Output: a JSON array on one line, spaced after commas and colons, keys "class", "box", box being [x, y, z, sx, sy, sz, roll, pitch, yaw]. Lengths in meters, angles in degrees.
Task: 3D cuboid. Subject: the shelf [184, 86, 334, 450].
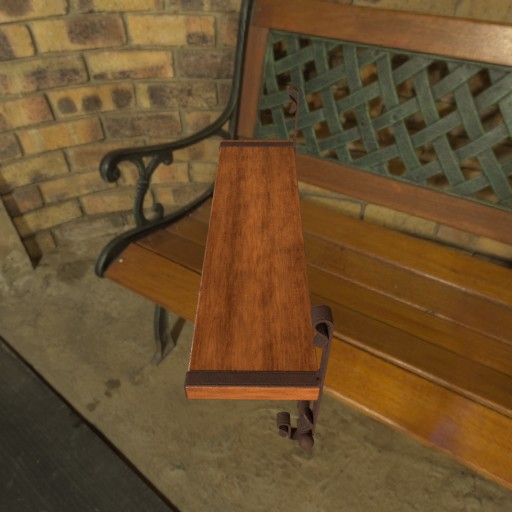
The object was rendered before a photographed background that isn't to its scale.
[{"class": "shelf", "box": [0.000, 0.000, 0.697, 0.146, 0.330, 0.567, 0, 42, 0]}]
